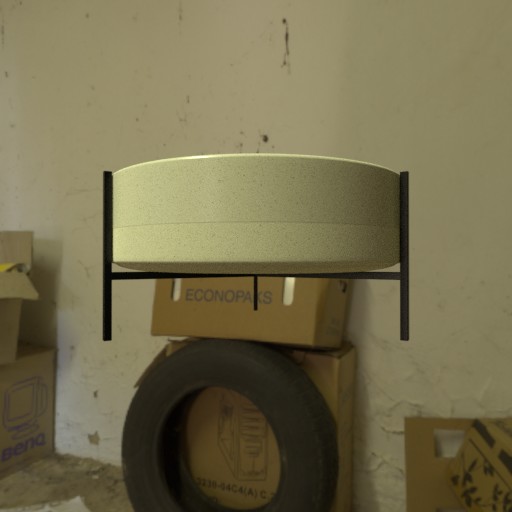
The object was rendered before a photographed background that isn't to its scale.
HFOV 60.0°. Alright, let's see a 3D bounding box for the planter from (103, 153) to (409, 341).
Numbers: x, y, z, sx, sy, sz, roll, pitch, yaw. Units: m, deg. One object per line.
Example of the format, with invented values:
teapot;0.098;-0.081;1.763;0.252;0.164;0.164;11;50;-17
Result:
planter;0.000;0.000;0.536;0.336;0.171;0.345;0;0;0
